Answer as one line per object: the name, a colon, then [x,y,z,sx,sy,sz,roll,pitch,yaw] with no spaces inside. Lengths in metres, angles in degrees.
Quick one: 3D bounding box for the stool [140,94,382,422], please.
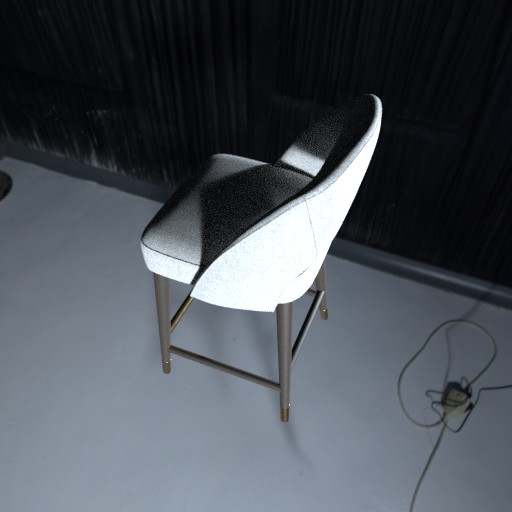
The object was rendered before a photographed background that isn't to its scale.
stool: [0.000,0.000,1.253,0.509,0.940,0.494,17,49,16]
